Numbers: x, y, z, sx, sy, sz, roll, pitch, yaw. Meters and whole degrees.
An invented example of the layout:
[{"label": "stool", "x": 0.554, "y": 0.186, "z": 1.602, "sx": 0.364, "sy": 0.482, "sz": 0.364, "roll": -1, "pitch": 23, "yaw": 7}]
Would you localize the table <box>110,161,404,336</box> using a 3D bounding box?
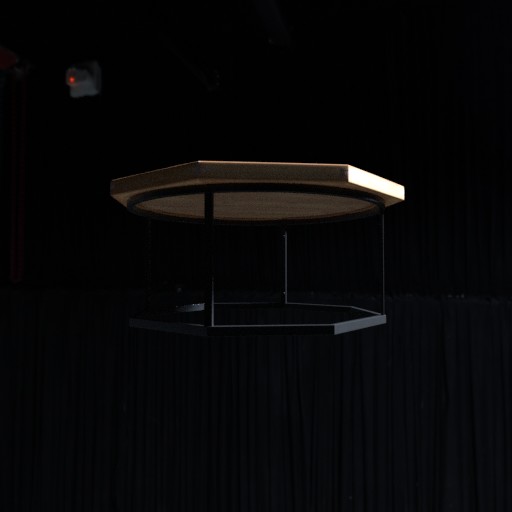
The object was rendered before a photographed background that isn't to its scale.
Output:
[{"label": "table", "x": 0.000, "y": 0.000, "z": 1.574, "sx": 1.002, "sy": 0.444, "sz": 1.002, "roll": 0, "pitch": -2, "yaw": 0}]
